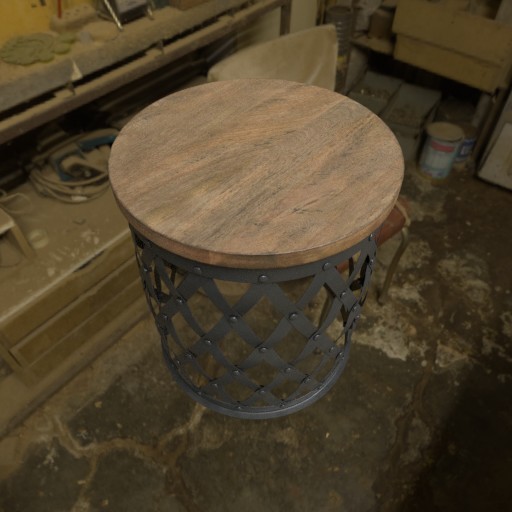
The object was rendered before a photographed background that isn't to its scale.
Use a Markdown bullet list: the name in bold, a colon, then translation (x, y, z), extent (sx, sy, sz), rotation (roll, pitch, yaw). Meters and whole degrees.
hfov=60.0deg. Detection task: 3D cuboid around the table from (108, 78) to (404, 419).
- **table**: translation (0.000, 0.000, 0.786), extent (0.405, 0.454, 0.405), rotation (0, 48, 0)
